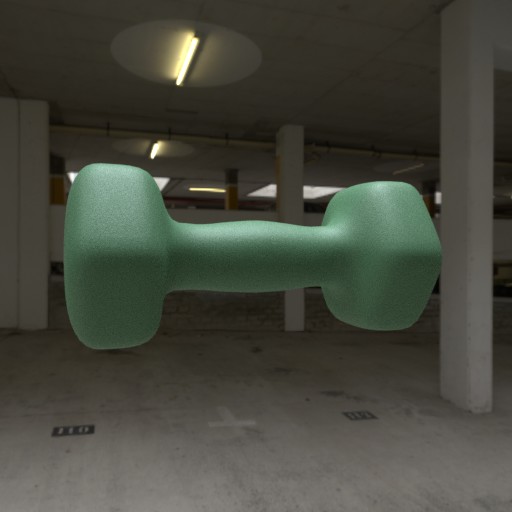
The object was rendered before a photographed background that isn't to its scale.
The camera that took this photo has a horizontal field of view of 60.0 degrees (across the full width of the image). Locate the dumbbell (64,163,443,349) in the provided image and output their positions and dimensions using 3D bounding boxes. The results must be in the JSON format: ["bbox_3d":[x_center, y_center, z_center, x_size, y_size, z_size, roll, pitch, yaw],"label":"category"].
[{"bbox_3d":[0.000,0.000,0.323,0.257,0.114,0.126,0,0,-18],"label":"dumbbell"}]
